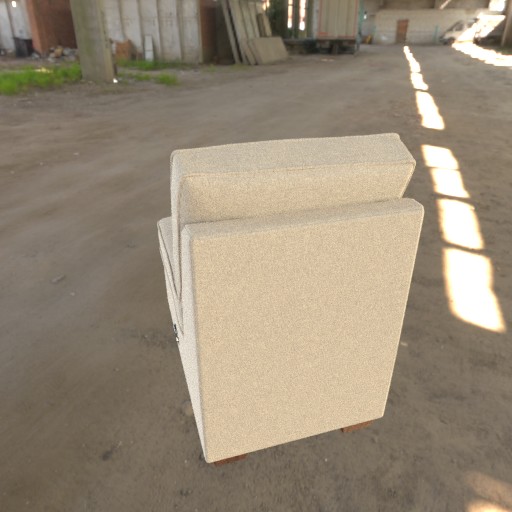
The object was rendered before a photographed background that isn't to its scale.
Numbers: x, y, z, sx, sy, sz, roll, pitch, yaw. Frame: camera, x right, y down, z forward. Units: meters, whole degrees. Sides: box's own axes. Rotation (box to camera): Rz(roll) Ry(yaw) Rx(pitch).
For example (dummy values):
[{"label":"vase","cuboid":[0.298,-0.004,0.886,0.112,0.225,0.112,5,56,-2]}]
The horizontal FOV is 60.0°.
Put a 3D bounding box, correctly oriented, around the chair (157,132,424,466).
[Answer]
[{"label":"chair","cuboid":[0.000,0.000,1.576,0.621,0.970,0.938,-8,29,-15]}]
